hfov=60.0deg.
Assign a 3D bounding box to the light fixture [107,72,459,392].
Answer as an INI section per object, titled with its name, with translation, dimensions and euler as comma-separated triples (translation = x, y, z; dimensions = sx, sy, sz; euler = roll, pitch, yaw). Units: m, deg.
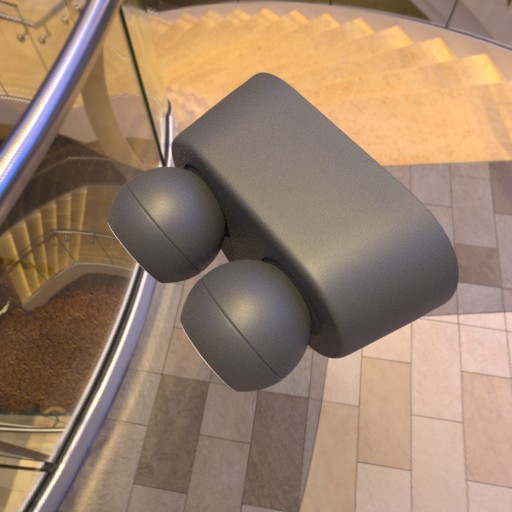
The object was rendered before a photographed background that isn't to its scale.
[light fixture]
translation = 0.000, 0.000, 0.338
dimensions = 0.159, 0.159, 0.229
euler = -34, 67, -16
